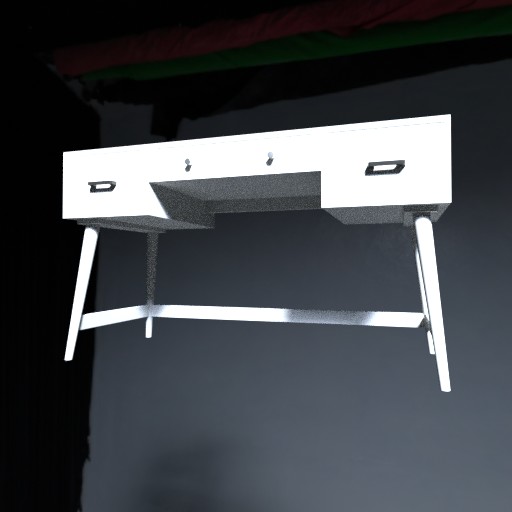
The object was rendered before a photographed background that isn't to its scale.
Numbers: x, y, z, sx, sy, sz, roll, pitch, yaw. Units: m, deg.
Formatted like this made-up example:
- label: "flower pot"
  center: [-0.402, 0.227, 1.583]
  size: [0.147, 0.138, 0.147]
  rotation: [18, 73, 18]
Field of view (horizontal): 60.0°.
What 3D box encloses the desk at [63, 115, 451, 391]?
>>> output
- label: "desk"
  center: [0.000, 0.000, 1.685]
  size: [1.313, 0.762, 0.589]
  rotation: [0, -1, 18]
